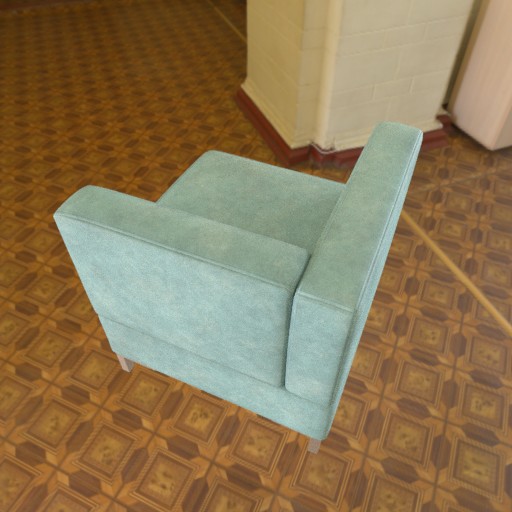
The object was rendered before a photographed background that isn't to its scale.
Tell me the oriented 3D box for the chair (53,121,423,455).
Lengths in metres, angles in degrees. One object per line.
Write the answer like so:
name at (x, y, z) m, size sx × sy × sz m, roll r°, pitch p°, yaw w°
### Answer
chair at (0.000, 0.000, 1.260) m, size 0.684 × 0.660 × 0.691 m, roll 18°, pitch 49°, yaw 16°
